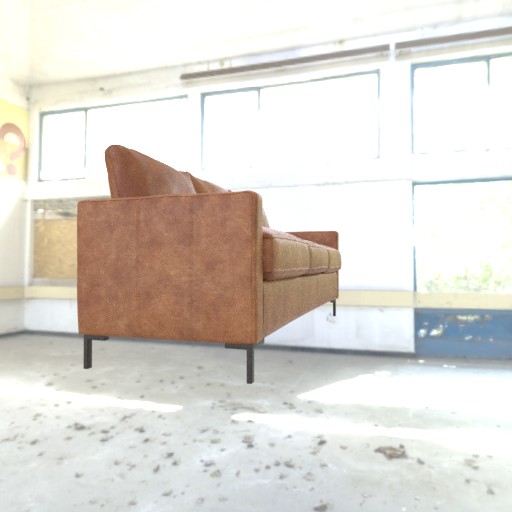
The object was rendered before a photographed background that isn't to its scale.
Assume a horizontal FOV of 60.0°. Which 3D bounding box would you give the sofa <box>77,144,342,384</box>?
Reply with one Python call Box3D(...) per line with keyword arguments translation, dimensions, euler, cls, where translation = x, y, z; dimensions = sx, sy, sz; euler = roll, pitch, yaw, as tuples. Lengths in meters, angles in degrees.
Box3D(translation=(0.000, 0.000, 2.457), dimensions=(0.748, 0.863, 2.029), euler=(0, -1, 18), cls="sofa")
